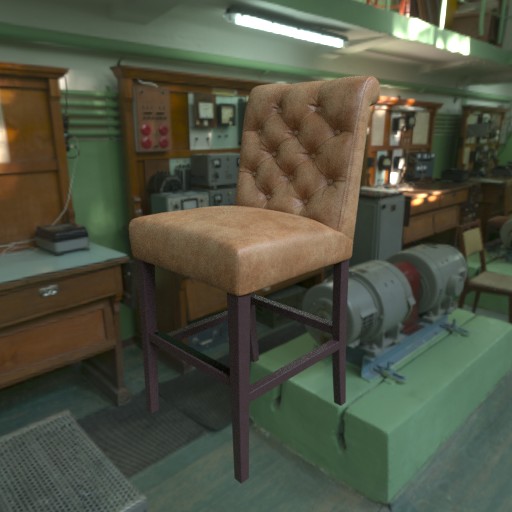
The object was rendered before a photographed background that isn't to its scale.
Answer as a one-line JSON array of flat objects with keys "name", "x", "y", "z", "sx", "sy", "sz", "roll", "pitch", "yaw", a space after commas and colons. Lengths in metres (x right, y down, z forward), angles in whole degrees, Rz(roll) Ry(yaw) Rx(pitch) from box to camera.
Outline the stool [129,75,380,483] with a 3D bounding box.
[{"name": "stool", "x": 0.000, "y": 0.000, "z": 1.370, "sx": 0.493, "sy": 1.047, "sz": 0.601, "roll": 15, "pitch": 22, "yaw": 42}]
